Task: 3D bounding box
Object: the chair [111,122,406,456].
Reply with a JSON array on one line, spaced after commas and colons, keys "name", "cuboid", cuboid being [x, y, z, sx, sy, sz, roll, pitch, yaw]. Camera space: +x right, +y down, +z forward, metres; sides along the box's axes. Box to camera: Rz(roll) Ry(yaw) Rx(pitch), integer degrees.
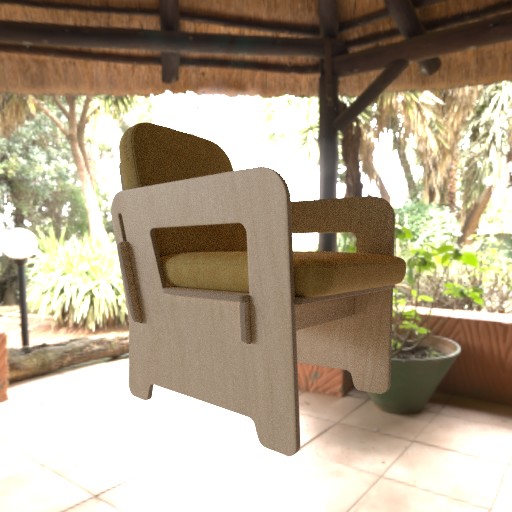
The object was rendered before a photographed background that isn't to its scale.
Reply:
[{"name": "chair", "cuboid": [0.000, 0.000, 1.252, 0.710, 0.800, 0.590, 0, 1, 37]}]
